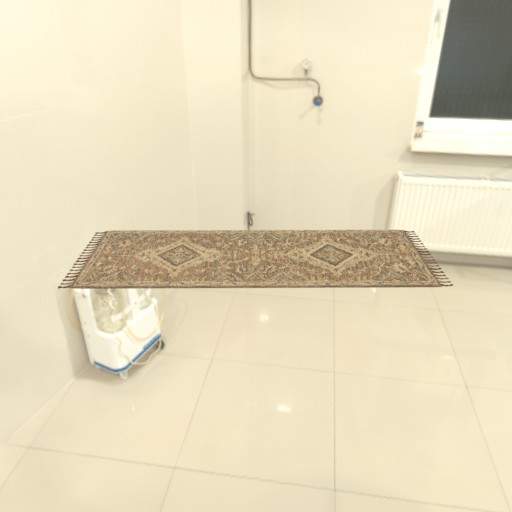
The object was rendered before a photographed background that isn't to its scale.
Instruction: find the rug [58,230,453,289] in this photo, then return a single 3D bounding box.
[{"bbox_3d":[0.000,0.000,2.853,2.378,0.018,1.324,8,30,13],"label":"rug"}]
